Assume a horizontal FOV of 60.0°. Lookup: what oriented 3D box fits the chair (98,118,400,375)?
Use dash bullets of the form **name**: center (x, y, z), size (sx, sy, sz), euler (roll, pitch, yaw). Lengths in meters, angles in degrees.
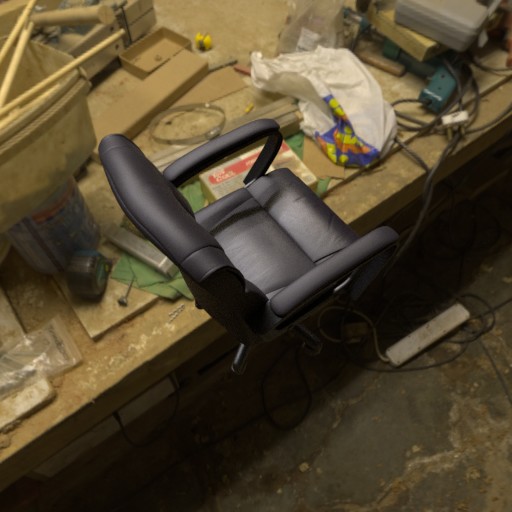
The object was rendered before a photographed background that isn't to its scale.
- **chair**: center (0.000, 0.000, 1.377), size (0.641, 0.998, 0.576), euler (-32, 64, -18)
